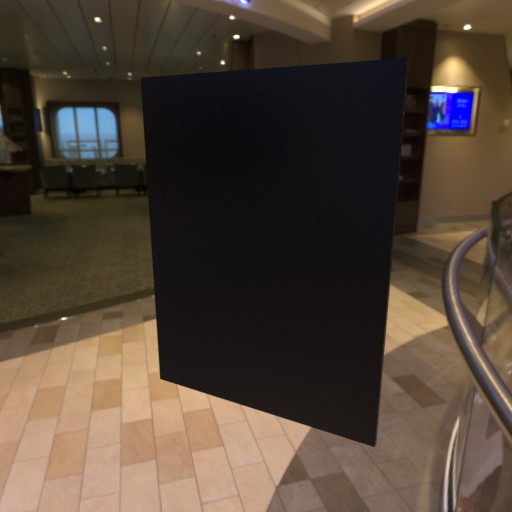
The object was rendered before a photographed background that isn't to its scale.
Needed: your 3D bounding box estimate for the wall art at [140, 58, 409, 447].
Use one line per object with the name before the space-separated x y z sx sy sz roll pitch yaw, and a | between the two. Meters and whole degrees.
wall art | 0.000 0.000 0.745 0.442 0.582 0.013 8 17 27
